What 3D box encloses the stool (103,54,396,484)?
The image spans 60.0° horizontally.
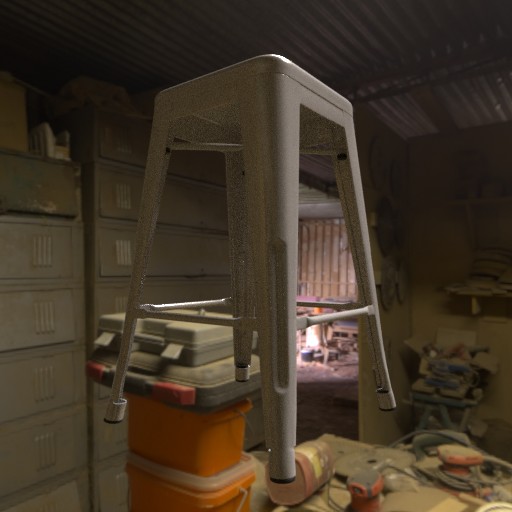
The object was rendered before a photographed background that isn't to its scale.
[{"bbox_3d":[0.000,0.000,0.854,0.406,0.610,0.406,-1,-2,37],"label":"stool"}]
